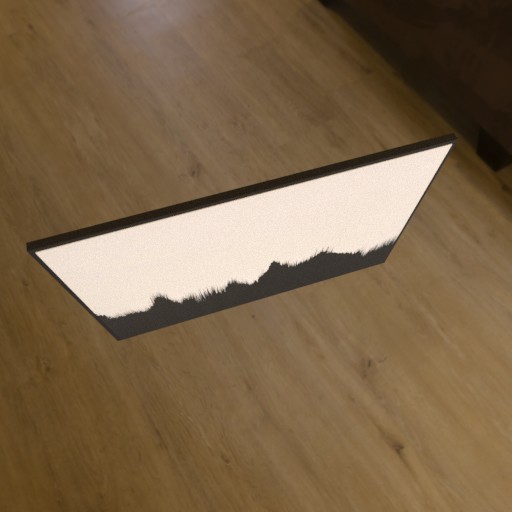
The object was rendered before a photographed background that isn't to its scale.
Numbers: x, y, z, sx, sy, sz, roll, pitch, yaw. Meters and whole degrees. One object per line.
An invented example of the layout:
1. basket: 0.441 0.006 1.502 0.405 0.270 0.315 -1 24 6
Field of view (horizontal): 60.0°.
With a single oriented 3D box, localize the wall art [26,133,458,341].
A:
1. wall art: 0.000 0.000 1.535 1.190 0.805 0.028 -16 64 -8
